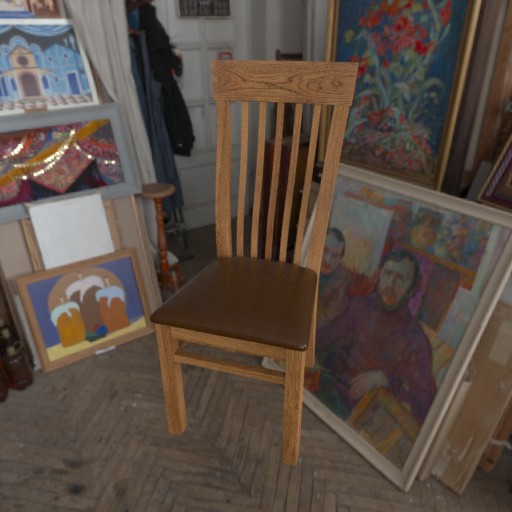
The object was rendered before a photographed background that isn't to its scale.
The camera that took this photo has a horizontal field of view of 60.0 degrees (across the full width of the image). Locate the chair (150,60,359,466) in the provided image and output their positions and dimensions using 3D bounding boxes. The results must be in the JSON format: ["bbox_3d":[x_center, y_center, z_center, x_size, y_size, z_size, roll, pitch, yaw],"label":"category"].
[{"bbox_3d":[0.000,0.000,1.338,0.450,1.050,0.580,8,28,15],"label":"chair"}]
